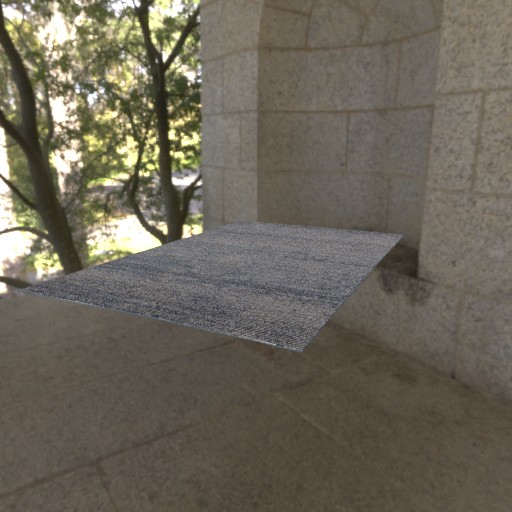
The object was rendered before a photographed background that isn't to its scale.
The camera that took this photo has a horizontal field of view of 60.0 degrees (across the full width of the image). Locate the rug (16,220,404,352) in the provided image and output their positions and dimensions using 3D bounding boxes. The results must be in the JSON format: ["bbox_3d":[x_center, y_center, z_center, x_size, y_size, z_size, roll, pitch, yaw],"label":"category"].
[{"bbox_3d":[0.000,0.000,2.162,1.135,0.010,1.740,7,16,26],"label":"rug"}]
